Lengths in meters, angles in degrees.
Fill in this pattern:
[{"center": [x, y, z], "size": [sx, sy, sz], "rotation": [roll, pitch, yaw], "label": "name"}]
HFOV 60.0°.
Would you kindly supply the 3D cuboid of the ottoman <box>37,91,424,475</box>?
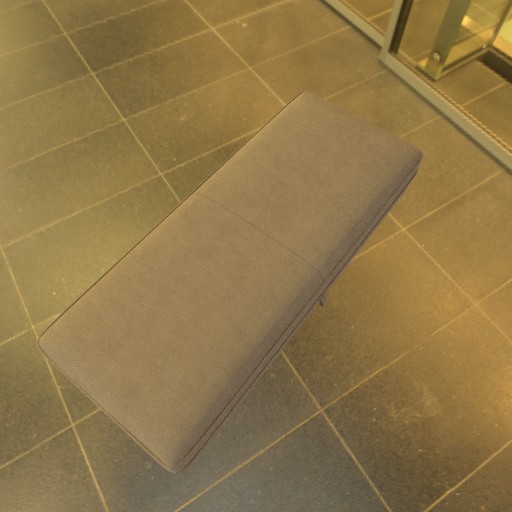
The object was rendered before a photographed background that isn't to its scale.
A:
[{"center": [0.000, 0.000, 2.004], "size": [0.751, 0.470, 1.764], "rotation": [34, 66, 18], "label": "ottoman"}]
